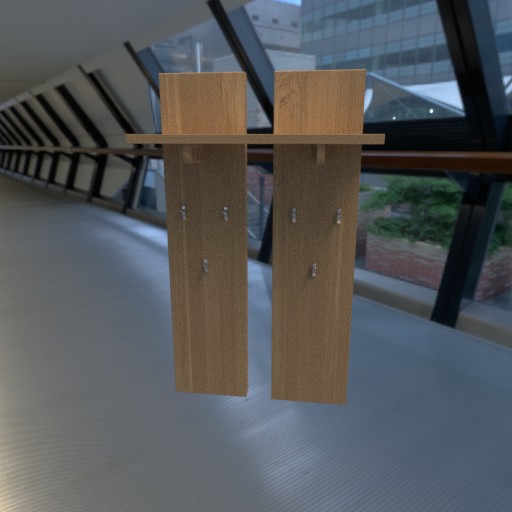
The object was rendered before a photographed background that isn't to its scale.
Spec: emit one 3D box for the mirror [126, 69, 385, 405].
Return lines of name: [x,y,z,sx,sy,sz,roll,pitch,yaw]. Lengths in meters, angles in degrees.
mirror: [0.000,0.000,1.586,0.800,1.250,0.260,2,15,8]
